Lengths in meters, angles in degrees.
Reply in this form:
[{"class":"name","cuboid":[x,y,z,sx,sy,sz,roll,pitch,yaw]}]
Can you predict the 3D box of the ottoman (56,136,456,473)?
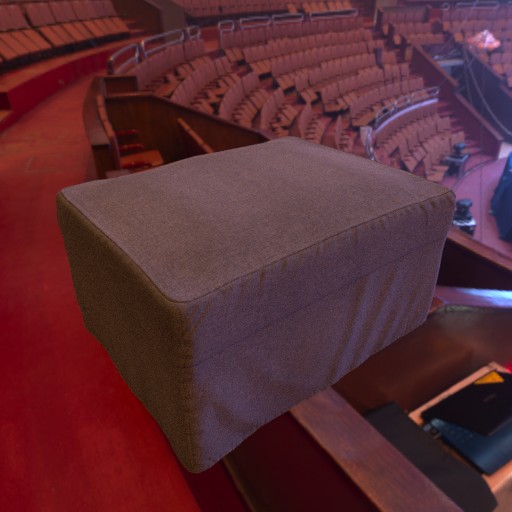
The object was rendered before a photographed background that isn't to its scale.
[{"class":"ottoman","cuboid":[0.000,0.000,1.216,0.833,0.492,0.652,-22,37,-32]}]
